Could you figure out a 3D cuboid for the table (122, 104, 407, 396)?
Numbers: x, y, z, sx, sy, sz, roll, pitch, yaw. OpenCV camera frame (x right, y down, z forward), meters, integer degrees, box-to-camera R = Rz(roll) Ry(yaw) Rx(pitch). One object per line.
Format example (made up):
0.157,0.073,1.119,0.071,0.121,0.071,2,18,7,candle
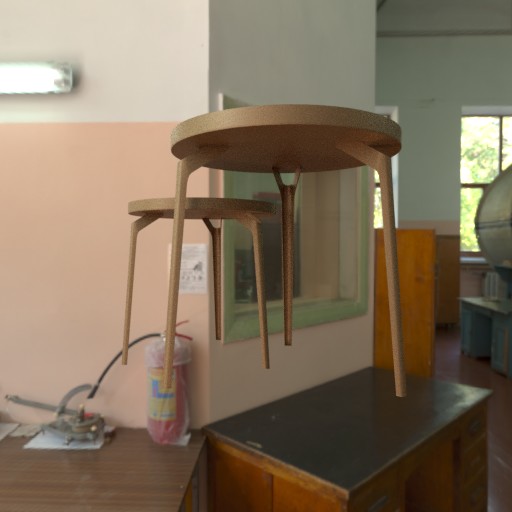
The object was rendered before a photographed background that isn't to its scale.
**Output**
0.000,0.000,1.110,0.751,0.555,0.532,1,2,36,table
